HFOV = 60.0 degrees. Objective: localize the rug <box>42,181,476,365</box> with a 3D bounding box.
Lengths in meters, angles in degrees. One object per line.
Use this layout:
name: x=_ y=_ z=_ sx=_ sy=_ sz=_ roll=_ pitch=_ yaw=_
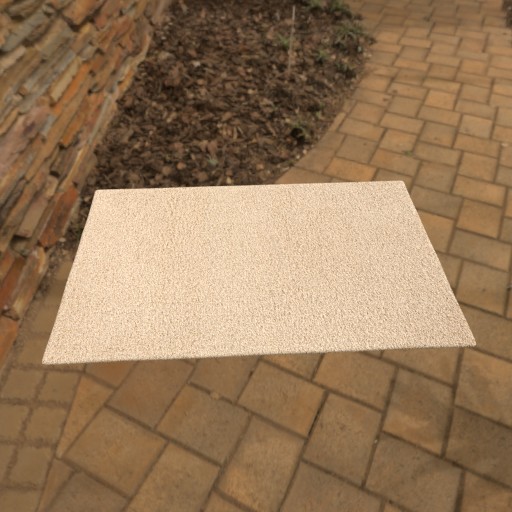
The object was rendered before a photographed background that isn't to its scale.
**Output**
rug: x=0.000 y=0.000 z=2.996 sx=2.438 sy=0.030 sz=1.524 roll=-2 pitch=47 yaw=-2
